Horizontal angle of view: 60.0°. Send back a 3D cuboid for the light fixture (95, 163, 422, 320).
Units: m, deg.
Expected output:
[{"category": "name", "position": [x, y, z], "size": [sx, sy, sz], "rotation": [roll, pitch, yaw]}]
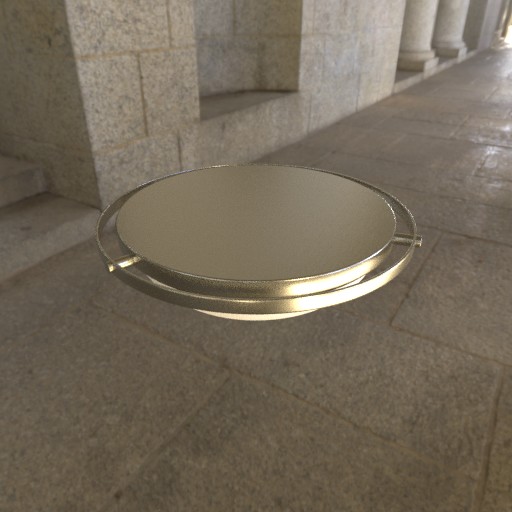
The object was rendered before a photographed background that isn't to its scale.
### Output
[{"category": "light fixture", "position": [0.000, 0.000, 0.550], "size": [0.361, 0.130, 0.361], "rotation": [0, 30, 0]}]
